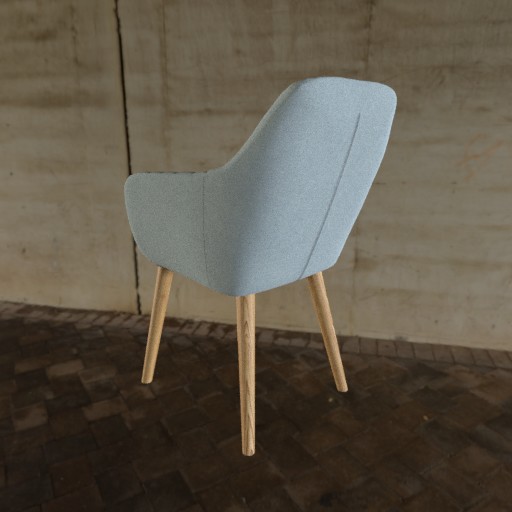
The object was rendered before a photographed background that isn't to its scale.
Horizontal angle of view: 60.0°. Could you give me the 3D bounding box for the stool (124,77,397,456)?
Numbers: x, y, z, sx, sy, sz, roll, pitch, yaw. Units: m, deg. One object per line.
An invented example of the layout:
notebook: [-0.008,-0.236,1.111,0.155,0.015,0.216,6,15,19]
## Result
stool: [0.000,0.000,1.175,0.503,0.830,0.590,-15,21,-42]
